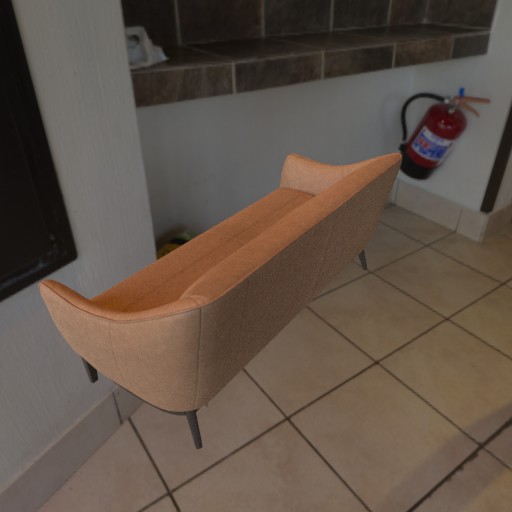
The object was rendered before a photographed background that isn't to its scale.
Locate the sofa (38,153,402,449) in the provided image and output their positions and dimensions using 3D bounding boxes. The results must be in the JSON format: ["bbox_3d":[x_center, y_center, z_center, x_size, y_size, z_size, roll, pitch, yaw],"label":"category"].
[{"bbox_3d":[0.000,0.000,2.358,0.869,0.830,1.928,22,38,30],"label":"sofa"}]
